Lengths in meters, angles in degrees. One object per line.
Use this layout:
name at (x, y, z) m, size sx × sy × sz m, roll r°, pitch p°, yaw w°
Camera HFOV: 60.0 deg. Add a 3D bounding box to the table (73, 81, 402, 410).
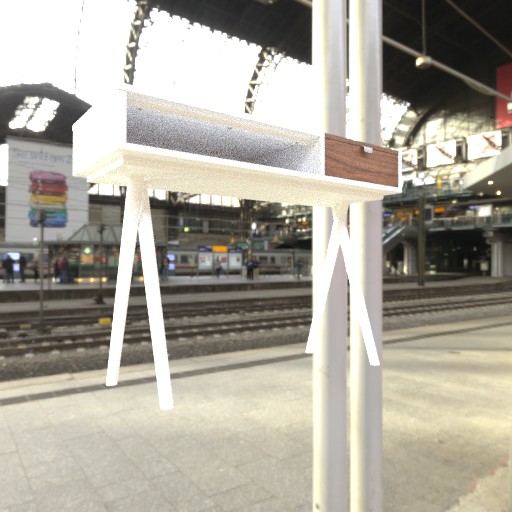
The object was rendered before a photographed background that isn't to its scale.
table at (0.000, 0.000, 1.479) m, size 1.066 × 0.785 × 0.418 m, roll 1°, pitch -1°, yaw -36°
